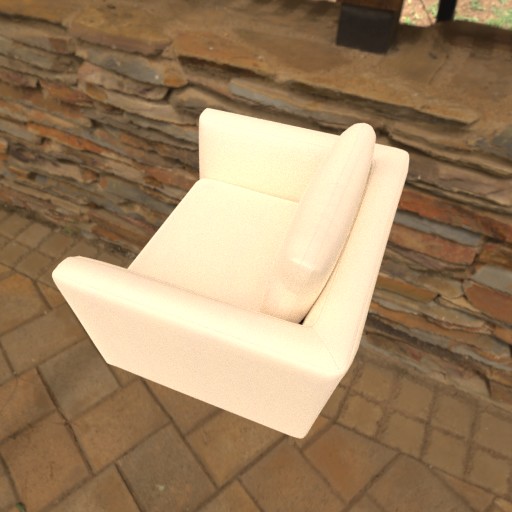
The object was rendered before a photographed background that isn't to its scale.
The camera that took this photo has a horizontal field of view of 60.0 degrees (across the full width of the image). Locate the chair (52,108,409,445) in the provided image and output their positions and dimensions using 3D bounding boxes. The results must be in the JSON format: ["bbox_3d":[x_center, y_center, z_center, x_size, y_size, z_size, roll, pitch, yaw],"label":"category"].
[{"bbox_3d":[0.000,0.000,1.675,0.889,0.865,1.041,16,49,15],"label":"chair"}]
